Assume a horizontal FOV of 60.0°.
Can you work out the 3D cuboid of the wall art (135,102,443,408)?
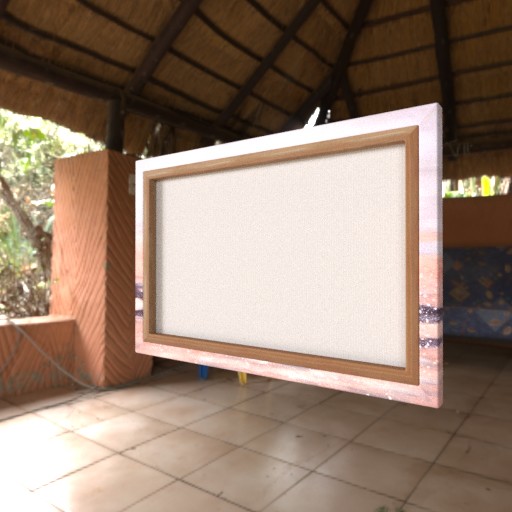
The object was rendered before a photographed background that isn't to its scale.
[{"bbox_3d":[0.000,0.000,1.158,0.913,0.609,0.038,0,0,35],"label":"wall art"}]
